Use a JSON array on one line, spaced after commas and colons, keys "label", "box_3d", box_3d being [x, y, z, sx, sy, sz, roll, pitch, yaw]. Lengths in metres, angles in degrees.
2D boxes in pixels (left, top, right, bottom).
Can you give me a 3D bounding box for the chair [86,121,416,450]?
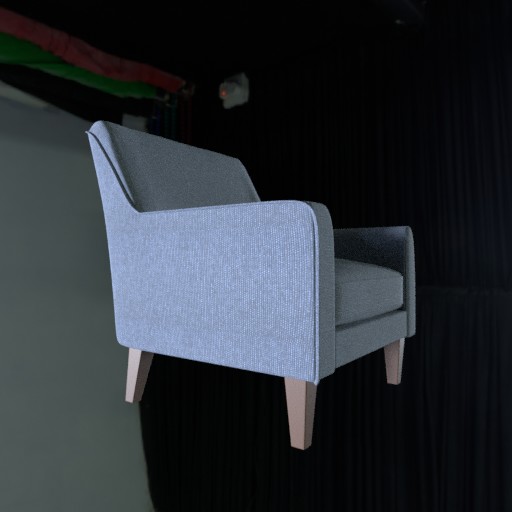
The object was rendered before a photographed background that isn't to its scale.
[{"label": "chair", "box_3d": [0.000, 0.000, 1.557, 0.899, 0.919, 0.780, 0, 0, 36]}]
